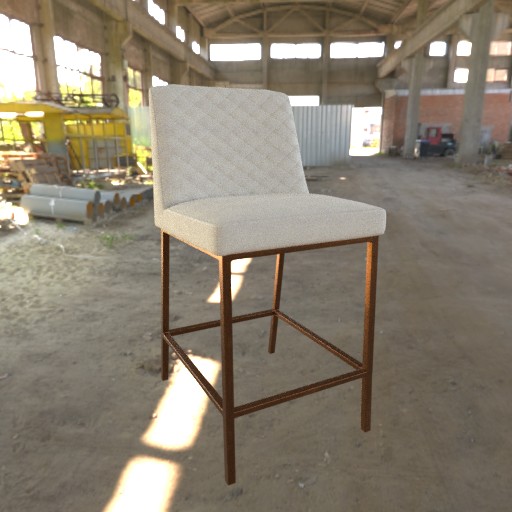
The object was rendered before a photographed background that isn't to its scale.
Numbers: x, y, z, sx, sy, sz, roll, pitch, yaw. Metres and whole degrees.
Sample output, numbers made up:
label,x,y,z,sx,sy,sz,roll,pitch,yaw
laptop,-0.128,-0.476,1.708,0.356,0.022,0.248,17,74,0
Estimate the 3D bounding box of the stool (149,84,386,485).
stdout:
label,x,y,z,sx,sy,sz,roll,pitch,yaw
stool,0.000,0.000,1.299,0.507,0.973,0.576,-8,17,-27
